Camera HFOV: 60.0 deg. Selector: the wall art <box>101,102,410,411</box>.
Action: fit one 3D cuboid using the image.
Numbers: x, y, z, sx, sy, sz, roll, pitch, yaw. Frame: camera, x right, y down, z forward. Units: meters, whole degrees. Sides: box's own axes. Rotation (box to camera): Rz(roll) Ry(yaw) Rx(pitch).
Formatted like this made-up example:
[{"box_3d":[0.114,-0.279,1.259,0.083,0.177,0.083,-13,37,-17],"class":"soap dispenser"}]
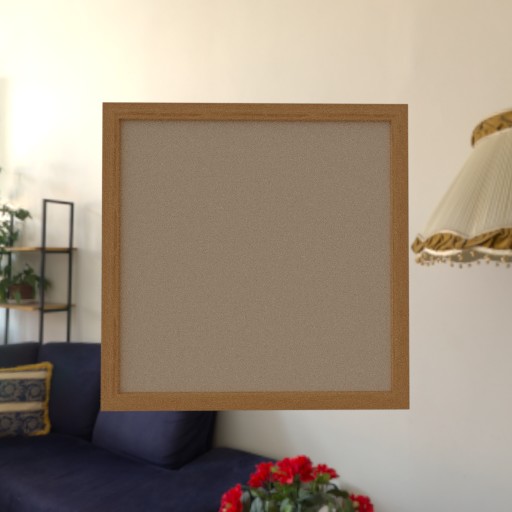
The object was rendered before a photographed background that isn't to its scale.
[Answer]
[{"box_3d":[0.000,0.000,1.112,0.762,0.762,0.027,0,-1,-1],"class":"wall art"}]
